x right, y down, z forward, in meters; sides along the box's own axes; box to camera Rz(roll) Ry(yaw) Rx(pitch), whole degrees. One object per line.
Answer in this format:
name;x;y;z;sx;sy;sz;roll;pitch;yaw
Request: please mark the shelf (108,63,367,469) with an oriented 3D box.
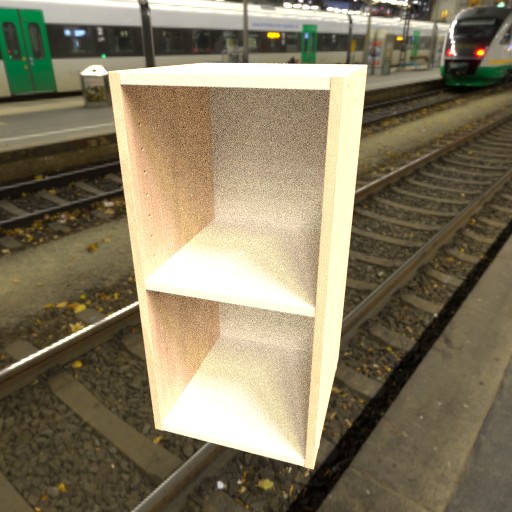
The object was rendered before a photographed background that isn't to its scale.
shelf;0.000;0.000;0.759;0.290;0.594;0.297;8;26;16
